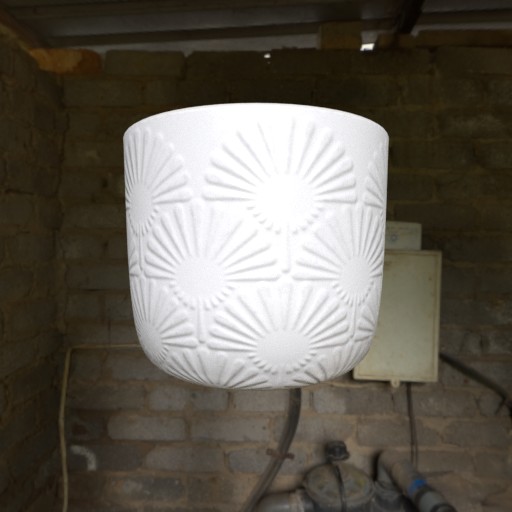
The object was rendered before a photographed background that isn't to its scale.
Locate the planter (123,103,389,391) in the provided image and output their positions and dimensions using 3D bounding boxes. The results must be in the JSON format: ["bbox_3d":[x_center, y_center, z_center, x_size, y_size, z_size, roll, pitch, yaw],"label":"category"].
[{"bbox_3d":[0.000,0.000,0.217,0.124,0.109,0.124,0,1,0],"label":"planter"}]
